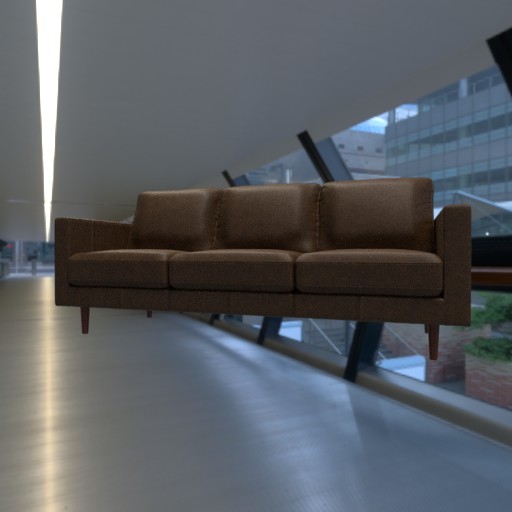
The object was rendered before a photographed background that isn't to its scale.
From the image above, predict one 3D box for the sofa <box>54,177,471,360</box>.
[{"bbox_3d":[0.000,0.000,2.638,2.231,0.930,0.903,0,1,19],"label":"sofa"}]
